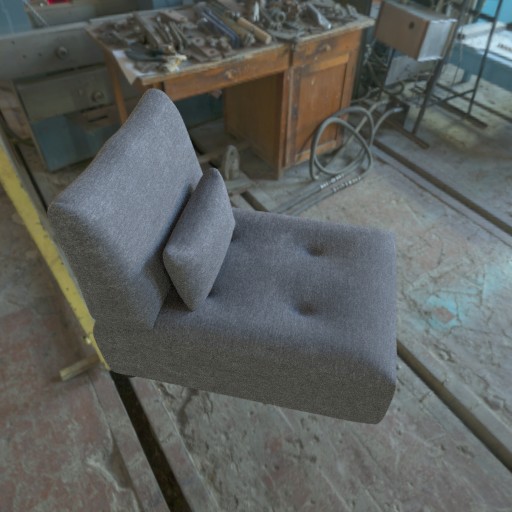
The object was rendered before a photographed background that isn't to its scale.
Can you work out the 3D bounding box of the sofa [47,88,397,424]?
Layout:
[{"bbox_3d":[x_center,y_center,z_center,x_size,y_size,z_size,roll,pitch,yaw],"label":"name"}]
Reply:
[{"bbox_3d":[0.000,0.000,1.536,1.000,0.820,0.700,9,47,9],"label":"sofa"}]
